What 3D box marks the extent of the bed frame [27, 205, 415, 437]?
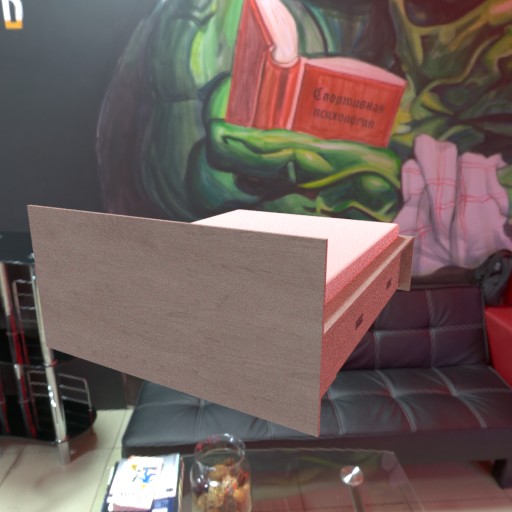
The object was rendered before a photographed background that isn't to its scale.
[{"bbox_3d":[0.000,0.000,2.846,1.622,0.800,1.960,8,17,27],"label":"bed frame"}]
